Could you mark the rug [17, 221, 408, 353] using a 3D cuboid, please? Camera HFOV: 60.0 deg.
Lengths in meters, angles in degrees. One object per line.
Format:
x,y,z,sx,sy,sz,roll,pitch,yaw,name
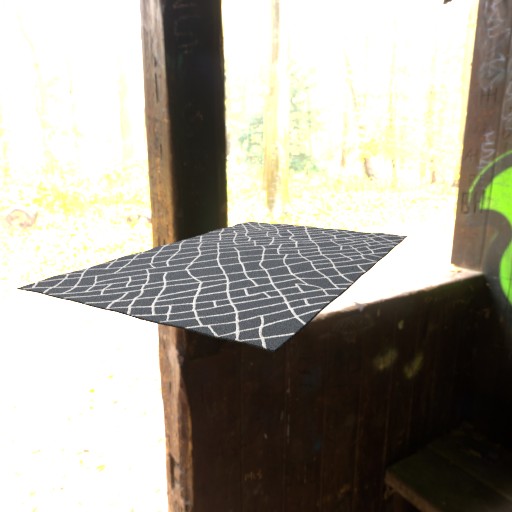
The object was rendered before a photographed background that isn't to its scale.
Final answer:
0.000,0.000,3.005,1.529,0.017,2.448,8,16,28,rug
